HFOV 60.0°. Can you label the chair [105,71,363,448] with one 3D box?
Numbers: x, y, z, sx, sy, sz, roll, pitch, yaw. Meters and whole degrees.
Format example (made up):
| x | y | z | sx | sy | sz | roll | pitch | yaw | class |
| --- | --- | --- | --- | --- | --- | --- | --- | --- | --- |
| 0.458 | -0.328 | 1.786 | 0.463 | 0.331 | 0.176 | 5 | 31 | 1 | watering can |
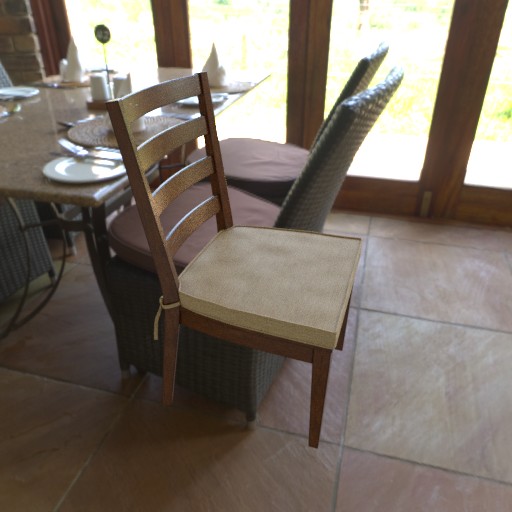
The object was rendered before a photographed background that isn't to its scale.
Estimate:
| x | y | z | sx | sy | sz | roll | pitch | yaw | class |
| --- | --- | --- | --- | --- | --- | --- | --- | --- | --- |
| 0.000 | 0.000 | 1.367 | 0.595 | 0.979 | 0.593 | 10 | 32 | 16 | chair |
